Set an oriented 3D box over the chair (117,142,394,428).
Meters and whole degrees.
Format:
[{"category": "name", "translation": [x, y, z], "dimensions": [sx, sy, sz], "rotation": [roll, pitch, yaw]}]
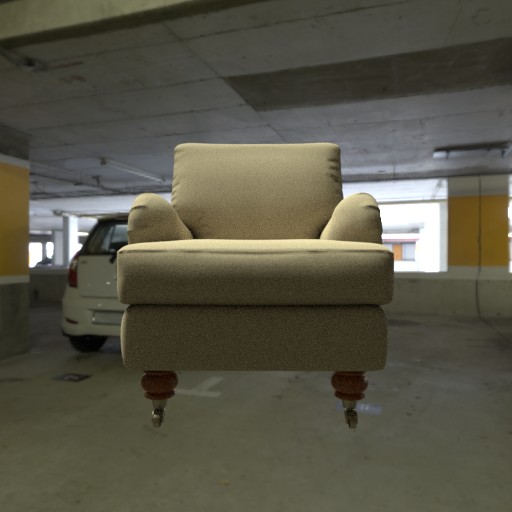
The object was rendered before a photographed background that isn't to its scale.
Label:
[{"category": "chair", "translation": [0.000, 0.000, 1.864], "dimensions": [0.895, 1.076, 1.078], "rotation": [0, 0, 1]}]
